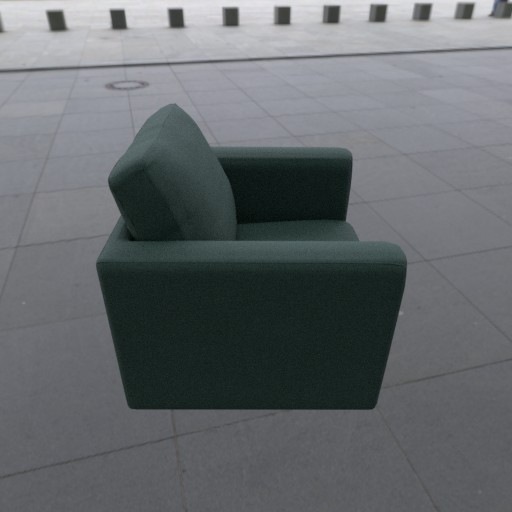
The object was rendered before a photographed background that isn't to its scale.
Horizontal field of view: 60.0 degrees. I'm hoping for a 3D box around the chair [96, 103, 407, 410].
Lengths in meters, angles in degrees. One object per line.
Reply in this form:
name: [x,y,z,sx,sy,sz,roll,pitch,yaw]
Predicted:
chair: [0.000,0.000,1.546,0.800,0.927,0.855,0,33,0]
